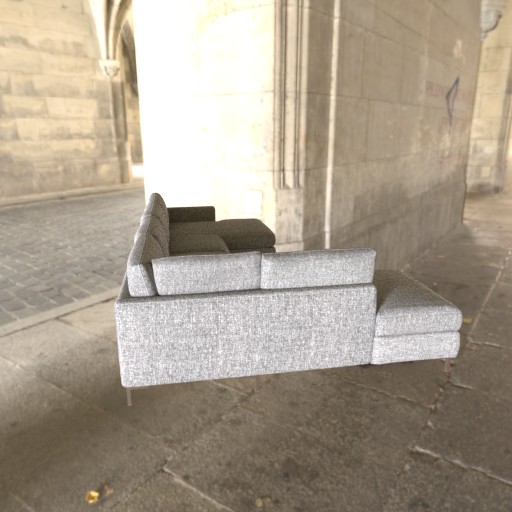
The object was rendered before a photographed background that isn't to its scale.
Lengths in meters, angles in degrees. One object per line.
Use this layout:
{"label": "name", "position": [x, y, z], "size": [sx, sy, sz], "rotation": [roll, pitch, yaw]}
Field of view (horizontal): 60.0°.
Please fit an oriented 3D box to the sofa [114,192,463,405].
{"label": "sofa", "position": [0.000, 0.000, 3.579], "size": [1.879, 0.756, 2.737], "rotation": [-3, 16, -10]}
